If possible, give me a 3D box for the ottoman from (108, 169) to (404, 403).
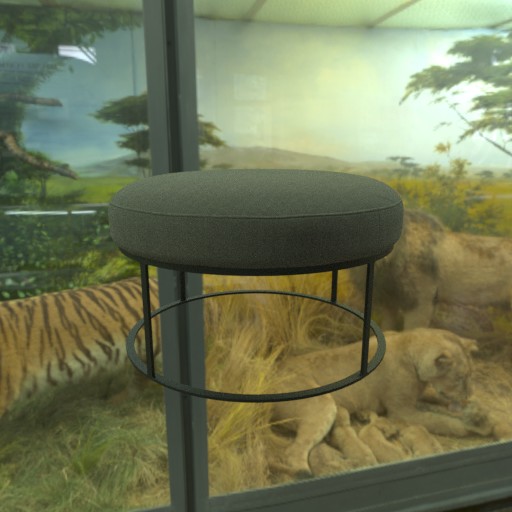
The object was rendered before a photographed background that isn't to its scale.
[{"bbox_3d":[0.000,0.000,1.239,0.772,0.460,0.772,0,14,0],"label":"ottoman"}]
